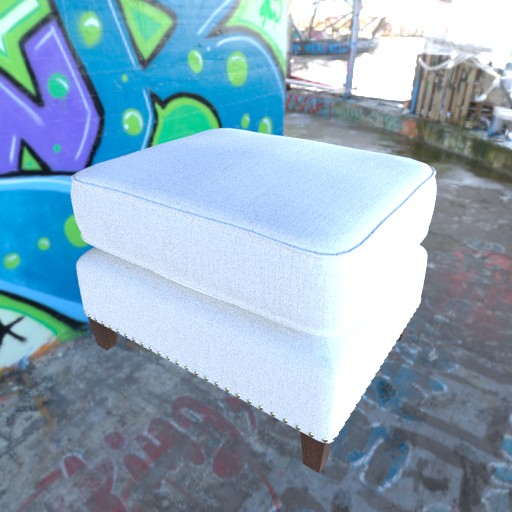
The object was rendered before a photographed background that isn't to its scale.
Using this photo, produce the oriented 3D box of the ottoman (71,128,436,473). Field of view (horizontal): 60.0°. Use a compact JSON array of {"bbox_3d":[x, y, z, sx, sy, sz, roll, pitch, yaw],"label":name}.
[{"bbox_3d":[0.000,0.000,1.135,0.738,0.537,0.589,18,34,30],"label":"ottoman"}]
